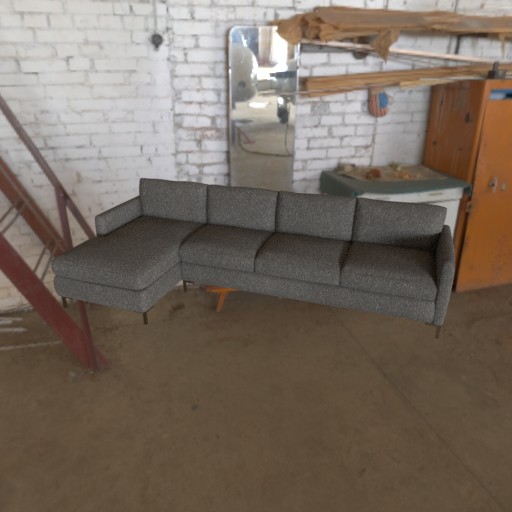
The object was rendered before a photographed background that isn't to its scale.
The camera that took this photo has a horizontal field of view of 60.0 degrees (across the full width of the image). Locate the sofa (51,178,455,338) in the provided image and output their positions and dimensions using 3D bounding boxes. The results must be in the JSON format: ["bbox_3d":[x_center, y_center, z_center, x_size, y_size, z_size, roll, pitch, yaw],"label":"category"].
[{"bbox_3d":[0.000,0.000,3.538,2.932,0.810,1.350,8,25,18],"label":"sofa"}]
